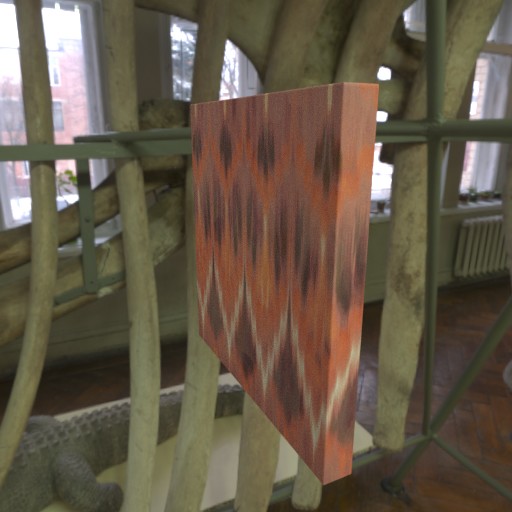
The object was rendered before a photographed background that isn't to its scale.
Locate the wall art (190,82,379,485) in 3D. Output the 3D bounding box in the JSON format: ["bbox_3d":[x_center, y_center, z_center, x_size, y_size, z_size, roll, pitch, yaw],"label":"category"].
[{"bbox_3d":[0.000,0.000,0.602,0.038,0.406,0.403,-8,18,-25],"label":"wall art"}]
